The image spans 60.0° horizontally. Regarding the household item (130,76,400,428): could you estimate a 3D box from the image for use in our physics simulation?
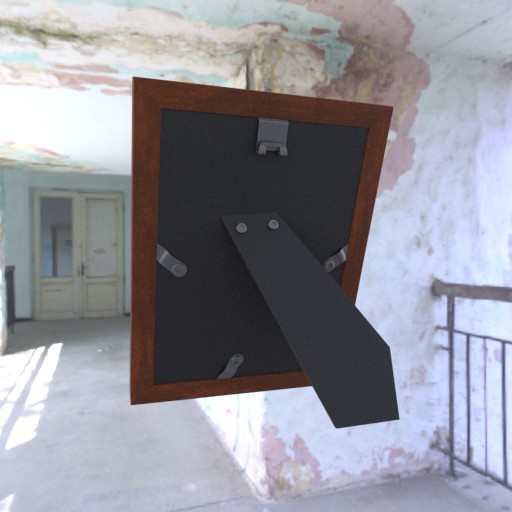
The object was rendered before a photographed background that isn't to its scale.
[{"bbox_3d":[0.000,0.000,0.296,0.160,0.204,0.096,0,1,-18],"label":"household item"}]
